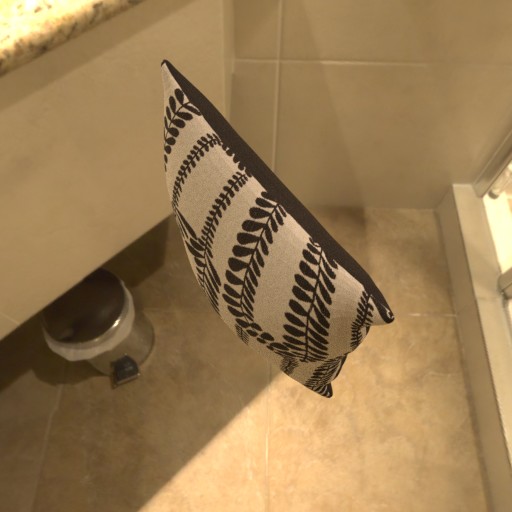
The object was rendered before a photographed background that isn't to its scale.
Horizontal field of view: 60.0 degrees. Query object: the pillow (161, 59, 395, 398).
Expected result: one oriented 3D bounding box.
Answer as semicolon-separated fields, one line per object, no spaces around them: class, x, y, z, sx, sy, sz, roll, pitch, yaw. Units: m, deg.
pillow;0.000;0.000;0.682;0.182;0.441;0.440;-32;67;-15
